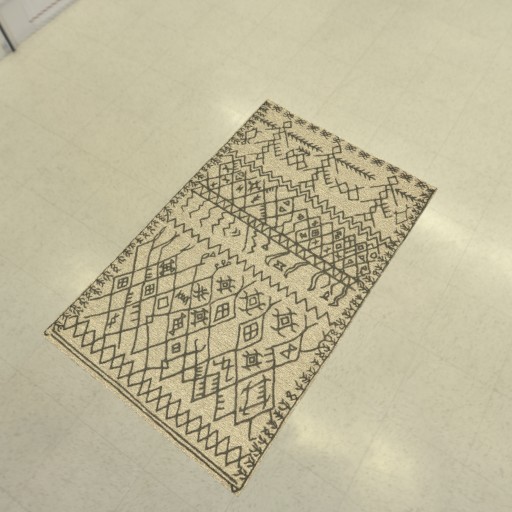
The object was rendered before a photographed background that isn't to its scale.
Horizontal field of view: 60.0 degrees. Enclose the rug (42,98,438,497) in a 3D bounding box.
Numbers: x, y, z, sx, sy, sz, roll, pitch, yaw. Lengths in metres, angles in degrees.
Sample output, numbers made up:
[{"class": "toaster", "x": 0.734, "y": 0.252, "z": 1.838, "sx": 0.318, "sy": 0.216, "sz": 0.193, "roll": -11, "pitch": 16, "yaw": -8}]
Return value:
[{"class": "rug", "x": 0.000, "y": 0.000, "z": 2.996, "sx": 1.530, "sy": 0.012, "sz": 2.444, "roll": 33, "pitch": 68, "yaw": 15}]
